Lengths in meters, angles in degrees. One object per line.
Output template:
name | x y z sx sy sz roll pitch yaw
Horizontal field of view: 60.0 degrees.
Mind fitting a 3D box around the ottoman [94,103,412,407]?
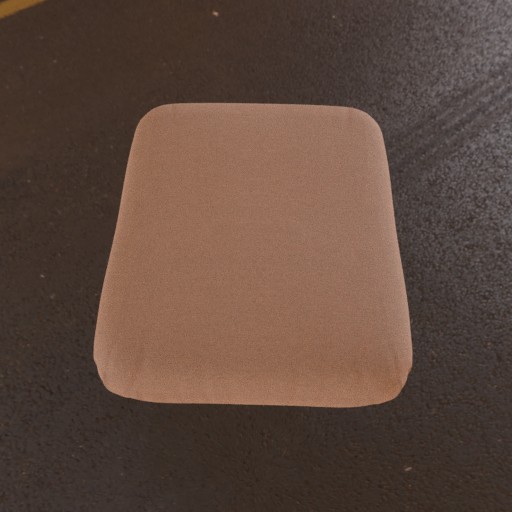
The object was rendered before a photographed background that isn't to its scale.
ottoman | 0.000 0.000 1.131 0.639 0.450 0.746 1 63 1
